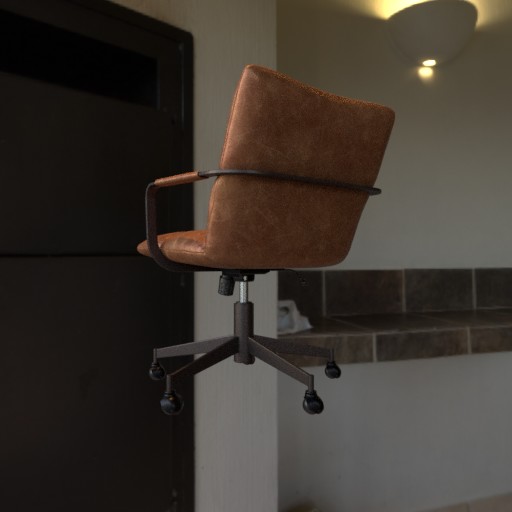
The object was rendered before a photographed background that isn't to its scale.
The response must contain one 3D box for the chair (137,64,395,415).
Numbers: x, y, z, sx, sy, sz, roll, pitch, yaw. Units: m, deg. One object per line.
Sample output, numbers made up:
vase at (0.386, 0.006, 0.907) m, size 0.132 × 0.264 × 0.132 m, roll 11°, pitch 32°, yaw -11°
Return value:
chair at (0.000, 0.000, 1.504) m, size 0.727 × 0.922 × 0.754 m, roll 0°, pitch -1°, yaw -36°
